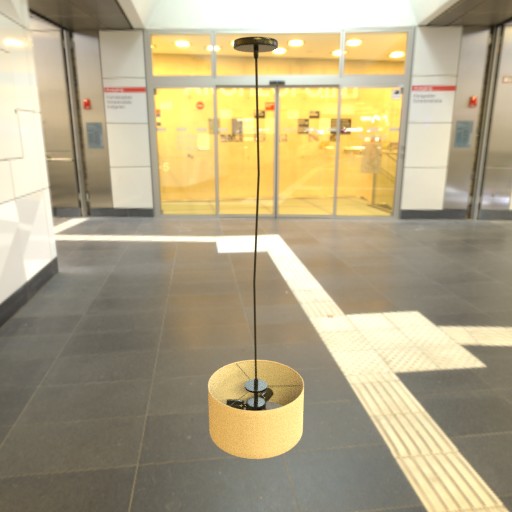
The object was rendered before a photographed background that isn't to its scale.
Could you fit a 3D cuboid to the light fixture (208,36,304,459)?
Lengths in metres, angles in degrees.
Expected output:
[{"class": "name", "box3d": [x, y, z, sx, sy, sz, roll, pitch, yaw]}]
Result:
[{"class": "light fixture", "box3d": [0.000, 0.000, 1.708, 0.399, 1.516, 0.399, 0, 15, 0]}]
